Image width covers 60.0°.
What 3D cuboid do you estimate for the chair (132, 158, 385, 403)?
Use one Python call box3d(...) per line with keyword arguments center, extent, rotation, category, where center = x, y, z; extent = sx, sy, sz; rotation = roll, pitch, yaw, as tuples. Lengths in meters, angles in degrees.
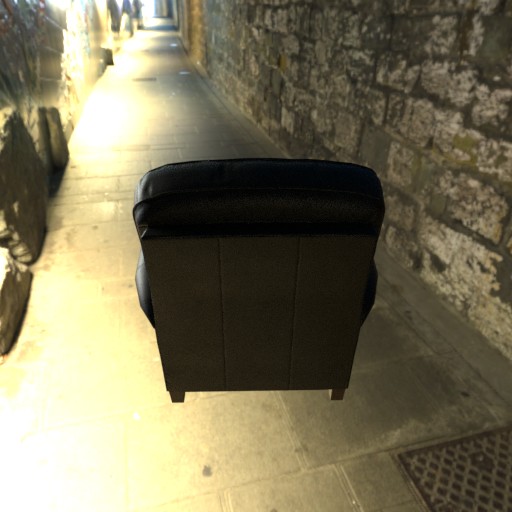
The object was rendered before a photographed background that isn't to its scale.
box3d(center=(0.000, 0.000, 1.825), extent=(0.936, 1.018, 0.986), rotation=(-1, 29, -1), category="chair")
